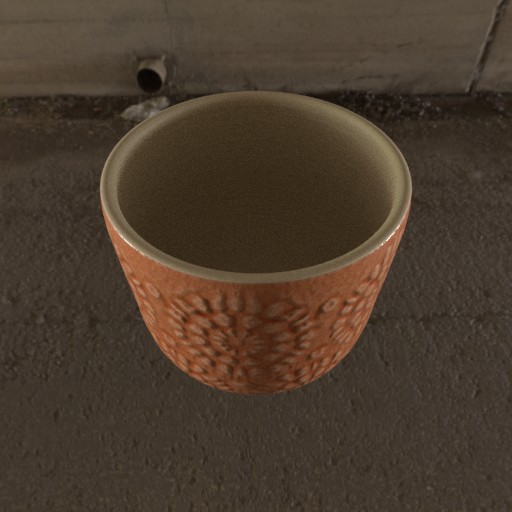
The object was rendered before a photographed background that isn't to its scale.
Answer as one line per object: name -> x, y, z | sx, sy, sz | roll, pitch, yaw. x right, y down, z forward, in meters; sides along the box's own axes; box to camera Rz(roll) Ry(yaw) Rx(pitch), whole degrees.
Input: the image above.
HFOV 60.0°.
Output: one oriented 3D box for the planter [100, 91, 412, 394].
planter -> 0.000, 0.000, 0.218 | 0.124, 0.109, 0.124 | 0, 48, 0
